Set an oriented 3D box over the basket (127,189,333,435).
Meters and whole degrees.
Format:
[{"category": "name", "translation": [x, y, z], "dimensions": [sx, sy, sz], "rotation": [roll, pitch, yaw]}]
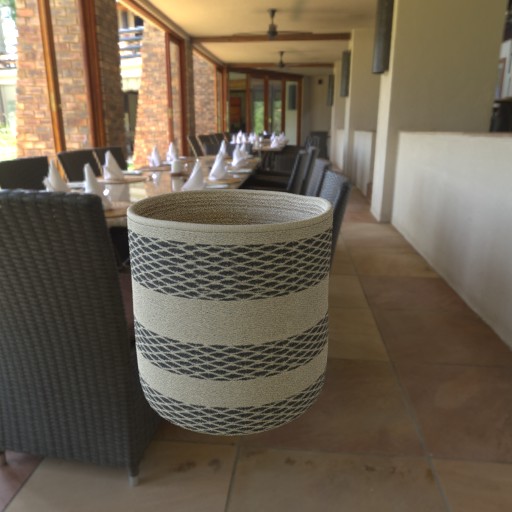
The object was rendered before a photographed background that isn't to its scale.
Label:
[{"category": "basket", "translation": [0.000, 0.000, 1.079], "dimensions": [0.351, 0.356, 0.917], "rotation": [2, 16, 8]}]
